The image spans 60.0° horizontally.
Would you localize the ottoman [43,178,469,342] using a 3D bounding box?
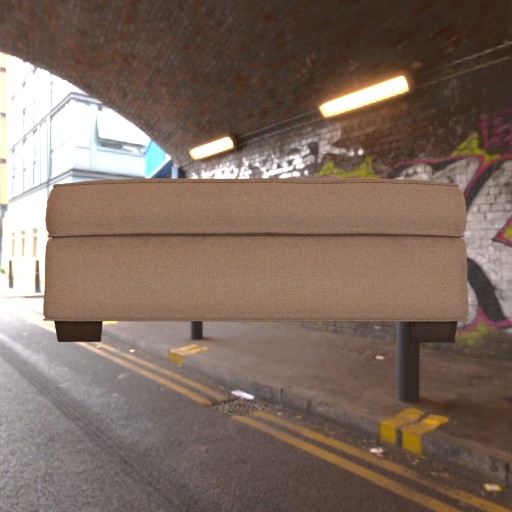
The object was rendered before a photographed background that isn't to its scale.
[{"bbox_3d":[0.000,0.000,1.429,1.097,0.448,0.617,0,0,0],"label":"ottoman"}]
